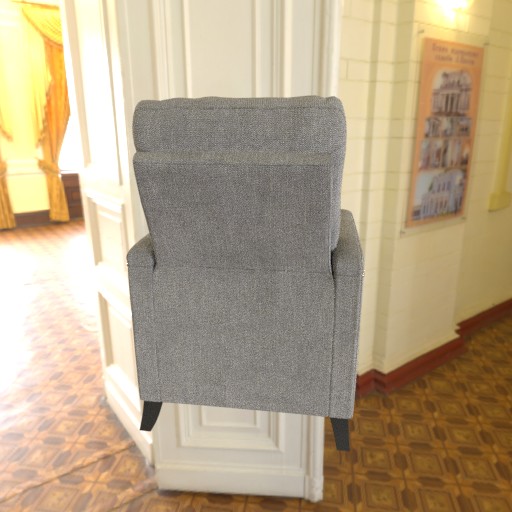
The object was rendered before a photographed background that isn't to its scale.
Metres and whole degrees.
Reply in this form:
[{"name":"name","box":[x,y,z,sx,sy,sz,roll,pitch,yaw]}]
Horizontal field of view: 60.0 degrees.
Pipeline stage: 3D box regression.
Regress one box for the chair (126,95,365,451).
[{"name":"chair","box":[0.000,0.000,1.595,0.710,1.049,0.922,2,17,8]}]
